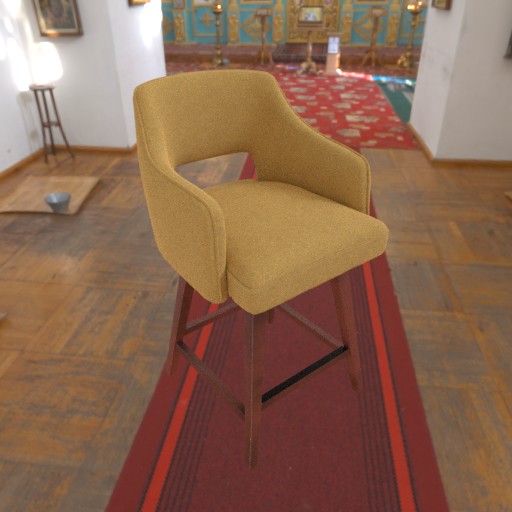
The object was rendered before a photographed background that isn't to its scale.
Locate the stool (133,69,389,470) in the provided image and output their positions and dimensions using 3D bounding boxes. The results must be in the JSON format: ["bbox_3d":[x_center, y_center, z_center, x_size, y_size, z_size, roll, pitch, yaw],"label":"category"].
[{"bbox_3d":[0.000,0.000,1.261,0.548,0.924,0.558,-22,36,-32],"label":"stool"}]
